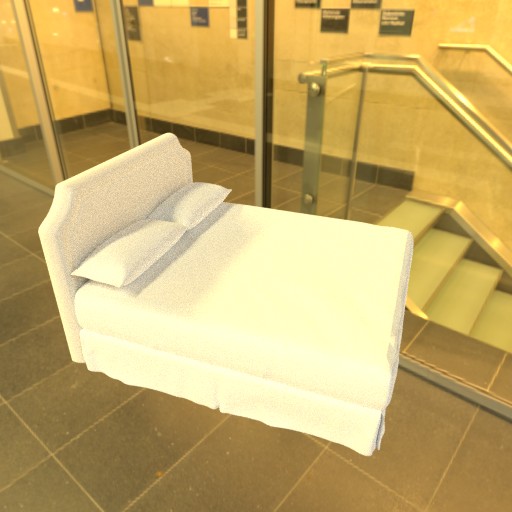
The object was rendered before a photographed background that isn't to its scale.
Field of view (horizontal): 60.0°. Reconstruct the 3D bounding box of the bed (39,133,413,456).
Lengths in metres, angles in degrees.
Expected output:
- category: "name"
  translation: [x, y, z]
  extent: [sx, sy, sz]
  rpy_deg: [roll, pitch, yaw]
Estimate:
- category: "bed"
  translation: [0.000, 0.000, 3.811]
  extent: [2.548, 1.524, 2.134]
  rpy_deg: [11, 32, 18]
